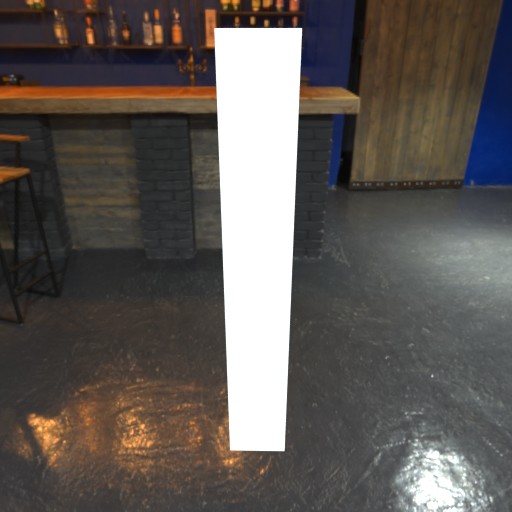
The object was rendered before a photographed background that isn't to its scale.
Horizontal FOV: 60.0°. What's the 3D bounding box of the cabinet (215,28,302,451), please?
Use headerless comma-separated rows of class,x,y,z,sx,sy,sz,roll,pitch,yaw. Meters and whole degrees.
cabinet,0.000,0.000,1.789,0.255,1.630,0.520,0,27,1
